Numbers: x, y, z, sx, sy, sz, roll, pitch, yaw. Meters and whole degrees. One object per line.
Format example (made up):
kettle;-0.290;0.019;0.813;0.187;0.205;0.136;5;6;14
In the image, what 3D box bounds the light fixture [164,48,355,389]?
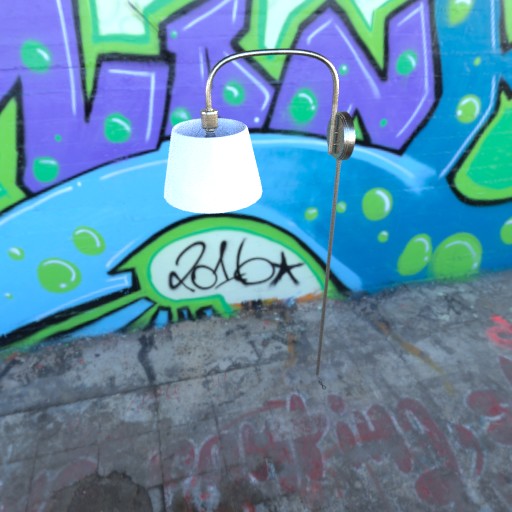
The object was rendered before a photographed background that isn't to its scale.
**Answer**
light fixture;0.000;0.000;0.469;0.176;0.399;0.092;-8;32;-13
